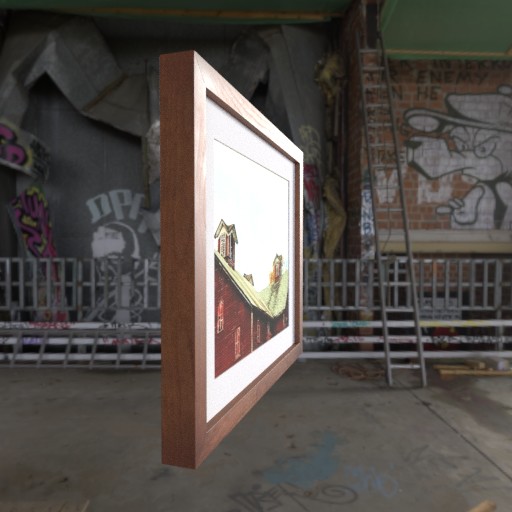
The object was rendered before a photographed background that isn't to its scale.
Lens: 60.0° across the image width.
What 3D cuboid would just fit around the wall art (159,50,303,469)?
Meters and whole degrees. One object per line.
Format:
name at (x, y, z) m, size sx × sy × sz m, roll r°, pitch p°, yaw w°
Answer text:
wall art at (0.000, 0.000, 0.541) m, size 0.030 × 0.328 × 0.401 m, roll 0°, pitch 1°, yaw 18°
